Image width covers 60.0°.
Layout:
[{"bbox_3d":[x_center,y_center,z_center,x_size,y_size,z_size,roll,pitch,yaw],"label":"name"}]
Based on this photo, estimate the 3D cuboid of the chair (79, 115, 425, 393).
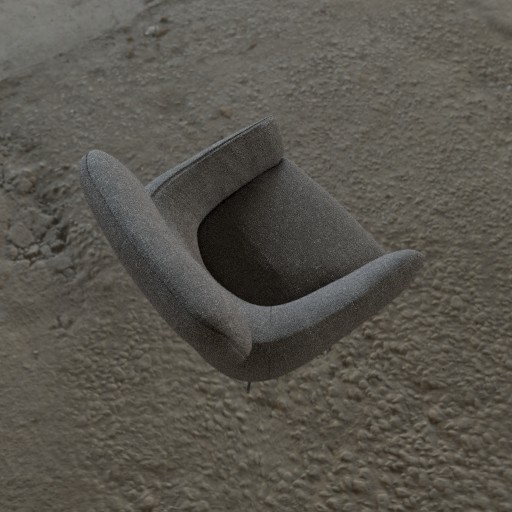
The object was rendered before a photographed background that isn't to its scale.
[{"bbox_3d":[0.000,0.000,1.344,0.715,0.812,0.706,-32,65,-17],"label":"chair"}]
